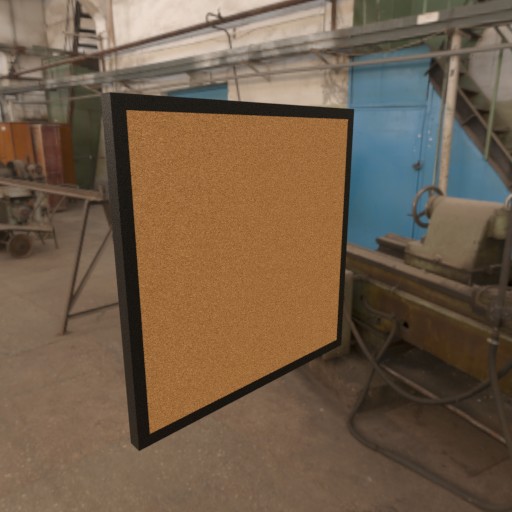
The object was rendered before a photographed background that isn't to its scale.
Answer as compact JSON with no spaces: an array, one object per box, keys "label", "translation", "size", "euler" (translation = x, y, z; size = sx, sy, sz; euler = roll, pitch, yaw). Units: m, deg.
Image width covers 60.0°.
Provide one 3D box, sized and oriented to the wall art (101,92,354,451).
[{"label":"wall art","translation":[0.000,0.000,1.165],"size":[0.762,0.762,0.038],"euler":[-14,21,-42]}]
